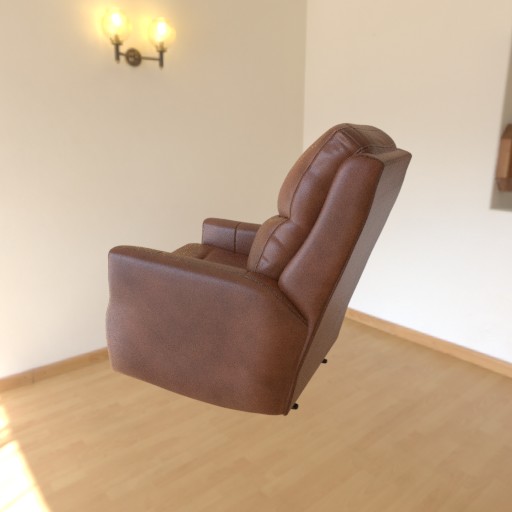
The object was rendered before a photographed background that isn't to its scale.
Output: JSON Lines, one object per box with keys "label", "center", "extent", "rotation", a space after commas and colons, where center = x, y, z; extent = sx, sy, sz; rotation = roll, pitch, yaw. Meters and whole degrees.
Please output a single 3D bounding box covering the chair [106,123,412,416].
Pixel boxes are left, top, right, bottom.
{"label": "chair", "center": [0.000, 0.000, 1.797], "extent": [1.072, 1.016, 0.821], "rotation": [7, 16, 24]}
